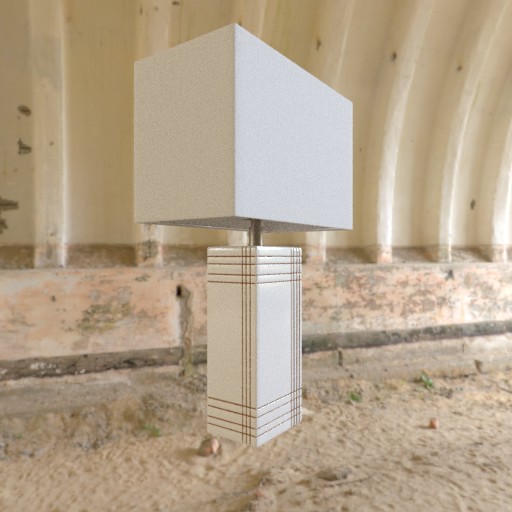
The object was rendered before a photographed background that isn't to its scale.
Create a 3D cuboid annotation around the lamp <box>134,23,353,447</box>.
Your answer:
[{"bbox_3d":[0.000,0.000,0.701,0.182,0.543,0.334,0,0,36],"label":"lamp"}]
